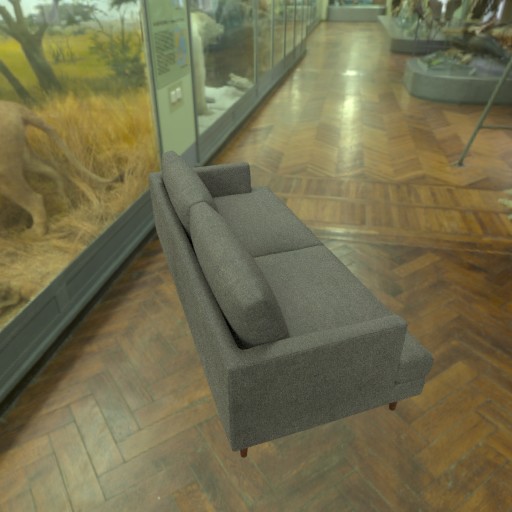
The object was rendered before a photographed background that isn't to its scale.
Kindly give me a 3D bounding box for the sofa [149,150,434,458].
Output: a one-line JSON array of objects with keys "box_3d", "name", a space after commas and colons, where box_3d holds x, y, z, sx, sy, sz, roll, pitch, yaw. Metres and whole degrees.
[{"box_3d": [0.000, 0.000, 2.842, 1.020, 0.868, 2.250, -10, 33, -16], "name": "sofa"}]
